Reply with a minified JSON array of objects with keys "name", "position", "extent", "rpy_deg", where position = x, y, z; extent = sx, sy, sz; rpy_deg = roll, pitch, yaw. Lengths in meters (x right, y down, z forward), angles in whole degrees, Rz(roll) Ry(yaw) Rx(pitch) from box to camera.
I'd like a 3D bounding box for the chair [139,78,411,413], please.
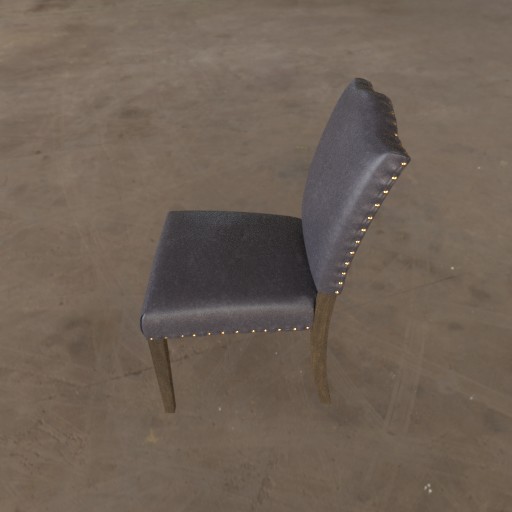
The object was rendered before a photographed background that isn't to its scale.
[{"name":"chair","position":[0.000,0.000,1.352],"extent":[0.633,0.991,0.500],"rpy_deg":[0,41,0]}]
